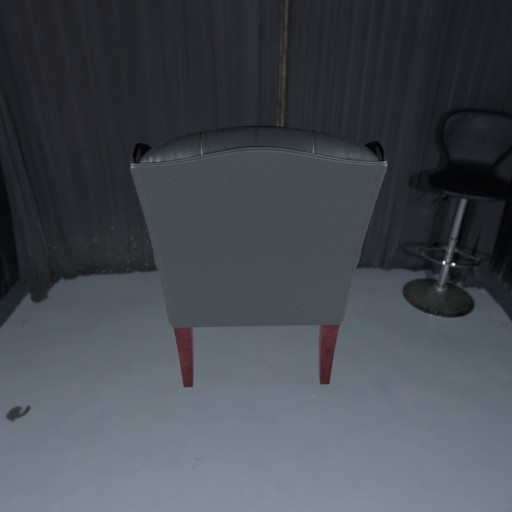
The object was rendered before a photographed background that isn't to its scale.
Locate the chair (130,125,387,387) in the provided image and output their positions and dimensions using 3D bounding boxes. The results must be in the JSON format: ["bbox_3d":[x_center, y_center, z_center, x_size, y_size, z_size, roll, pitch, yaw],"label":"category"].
[{"bbox_3d":[0.000,0.000,1.700,0.838,1.111,0.762,-1,29,-1],"label":"chair"}]
